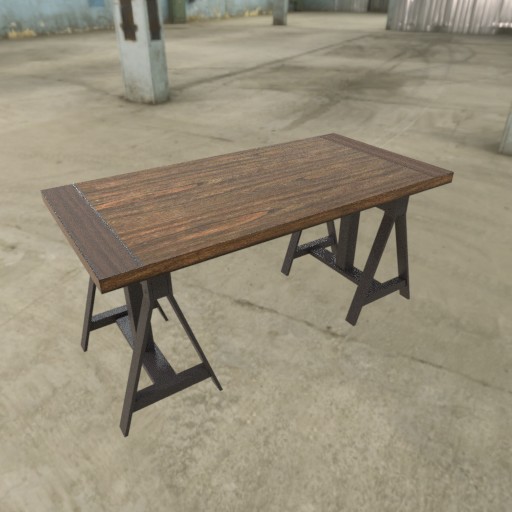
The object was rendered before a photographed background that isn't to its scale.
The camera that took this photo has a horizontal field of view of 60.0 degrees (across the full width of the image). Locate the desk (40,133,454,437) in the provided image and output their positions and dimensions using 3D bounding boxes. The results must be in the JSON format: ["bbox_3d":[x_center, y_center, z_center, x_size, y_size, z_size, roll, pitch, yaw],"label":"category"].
[{"bbox_3d":[0.000,0.000,2.006,1.543,0.725,0.784,-18,35,-29],"label":"desk"}]
